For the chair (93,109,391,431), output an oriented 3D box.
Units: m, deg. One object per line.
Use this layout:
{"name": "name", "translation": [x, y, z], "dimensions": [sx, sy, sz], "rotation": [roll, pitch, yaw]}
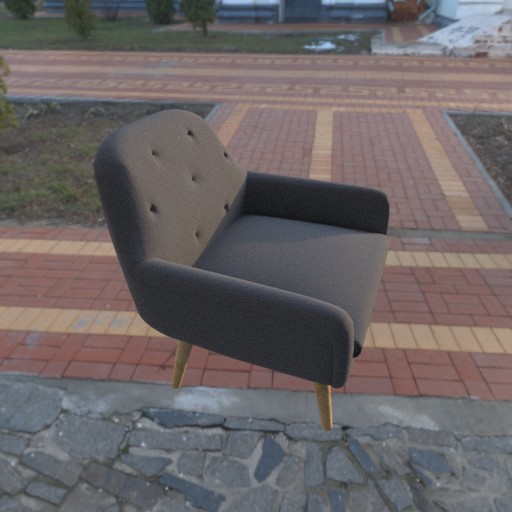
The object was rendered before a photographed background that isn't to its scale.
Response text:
{"name": "chair", "translation": [0.000, 0.000, 1.417], "dimensions": [0.779, 0.800, 0.770], "rotation": [12, 33, 18]}
